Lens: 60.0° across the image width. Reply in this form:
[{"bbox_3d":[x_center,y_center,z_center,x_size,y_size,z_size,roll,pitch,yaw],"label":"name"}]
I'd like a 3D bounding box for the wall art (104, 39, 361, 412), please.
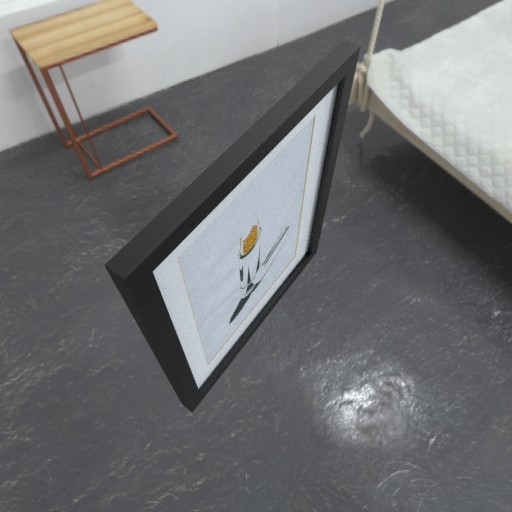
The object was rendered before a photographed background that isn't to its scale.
[{"bbox_3d":[0.000,0.000,0.535,0.019,0.381,0.330,31,63,18],"label":"wall art"}]
